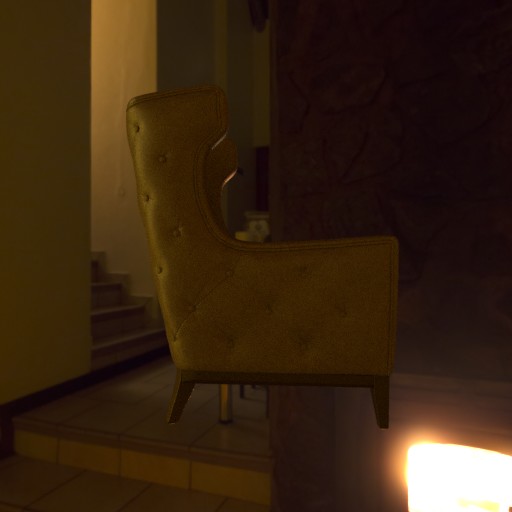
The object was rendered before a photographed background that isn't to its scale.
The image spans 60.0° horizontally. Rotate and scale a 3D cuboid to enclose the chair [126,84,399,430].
[{"bbox_3d":[0.000,0.000,1.719,0.899,1.079,0.769,0,0,0],"label":"chair"}]
